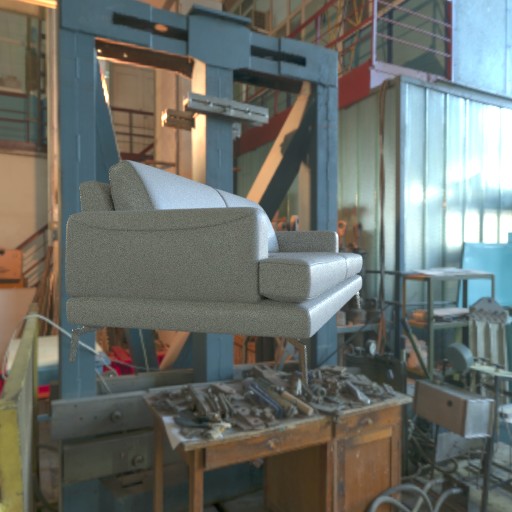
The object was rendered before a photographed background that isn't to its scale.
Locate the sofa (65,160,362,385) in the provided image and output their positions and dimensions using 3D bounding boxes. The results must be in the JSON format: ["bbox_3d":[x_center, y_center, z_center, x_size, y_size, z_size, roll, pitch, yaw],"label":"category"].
[{"bbox_3d":[0.000,0.000,2.385,0.974,0.765,1.940,0,1,18],"label":"sofa"}]
